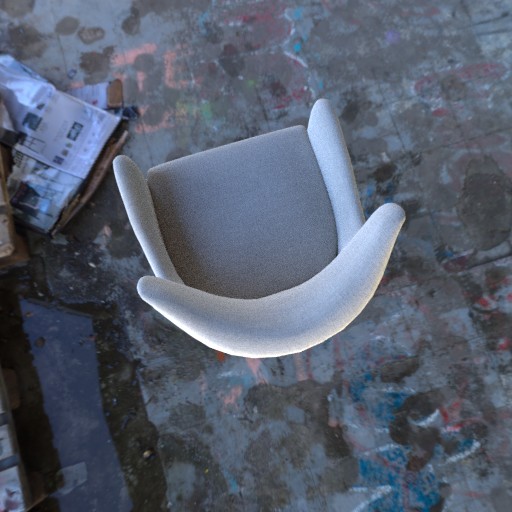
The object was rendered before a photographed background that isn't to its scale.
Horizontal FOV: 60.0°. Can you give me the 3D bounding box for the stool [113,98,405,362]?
[{"bbox_3d":[0.000,0.000,1.406,0.615,0.987,0.637,-17,77,-4],"label":"stool"}]
